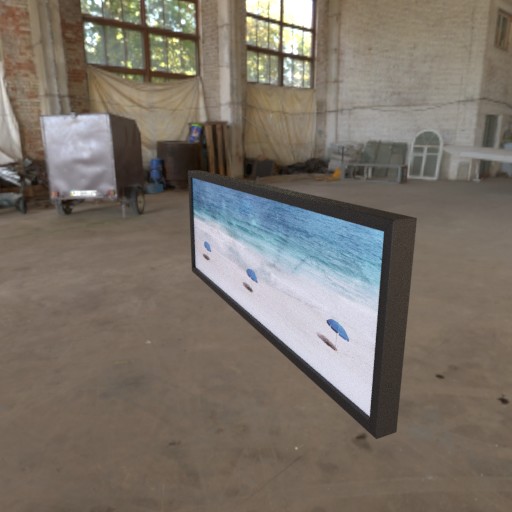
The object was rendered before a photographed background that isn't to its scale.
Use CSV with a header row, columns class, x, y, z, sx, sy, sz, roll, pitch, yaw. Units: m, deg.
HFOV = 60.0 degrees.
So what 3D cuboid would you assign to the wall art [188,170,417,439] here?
class,x,y,z,sx,sy,sz,roll,pitch,yaw
wall art,0.000,0.000,0.950,0.037,0.303,0.860,-7,17,-24
